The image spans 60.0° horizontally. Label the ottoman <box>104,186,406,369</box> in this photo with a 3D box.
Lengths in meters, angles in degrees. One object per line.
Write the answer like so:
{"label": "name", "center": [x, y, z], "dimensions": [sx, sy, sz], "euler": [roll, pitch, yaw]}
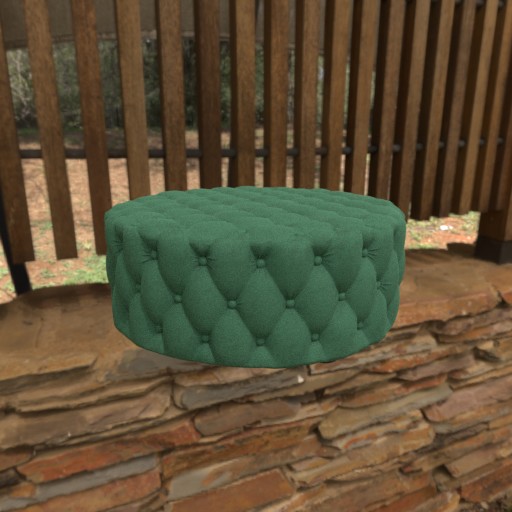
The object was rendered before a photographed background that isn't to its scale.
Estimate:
{"label": "ottoman", "center": [0.000, 0.000, 1.552], "dimensions": [0.998, 0.399, 0.998], "euler": [0, 16, 0]}
